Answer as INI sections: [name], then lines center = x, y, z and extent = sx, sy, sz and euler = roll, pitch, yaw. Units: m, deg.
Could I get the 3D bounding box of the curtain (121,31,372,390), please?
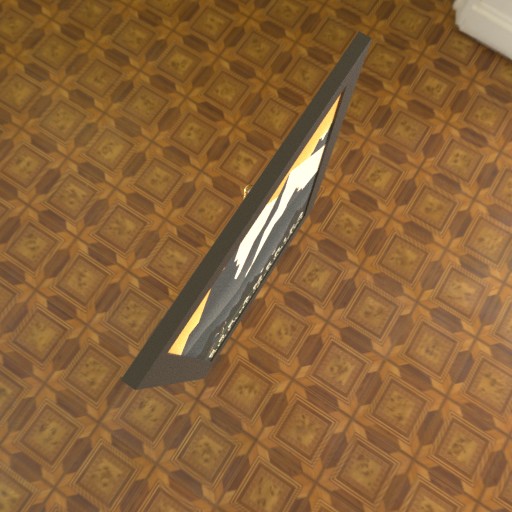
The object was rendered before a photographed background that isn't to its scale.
[curtain]
center = 0.000, 0.000, 0.770
extent = 0.027, 0.585, 0.483
euler = 32, 78, 8
